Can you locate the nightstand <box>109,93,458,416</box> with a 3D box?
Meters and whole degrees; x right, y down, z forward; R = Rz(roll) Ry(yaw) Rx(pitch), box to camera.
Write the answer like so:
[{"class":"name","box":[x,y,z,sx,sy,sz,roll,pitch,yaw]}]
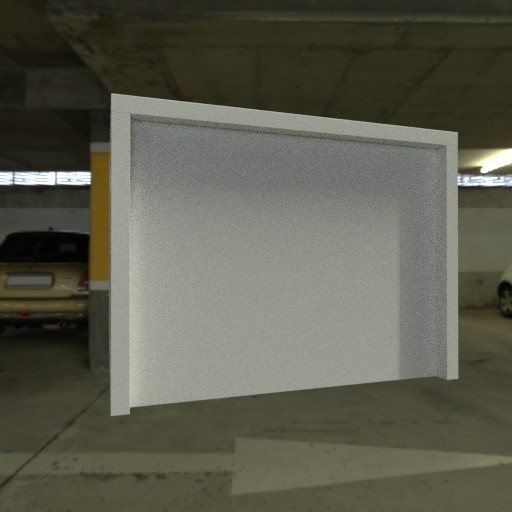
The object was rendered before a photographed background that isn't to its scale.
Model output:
[{"class":"nightstand","box":[0.000,0.000,0.749,0.470,0.351,0.408,0,0,-19]}]
